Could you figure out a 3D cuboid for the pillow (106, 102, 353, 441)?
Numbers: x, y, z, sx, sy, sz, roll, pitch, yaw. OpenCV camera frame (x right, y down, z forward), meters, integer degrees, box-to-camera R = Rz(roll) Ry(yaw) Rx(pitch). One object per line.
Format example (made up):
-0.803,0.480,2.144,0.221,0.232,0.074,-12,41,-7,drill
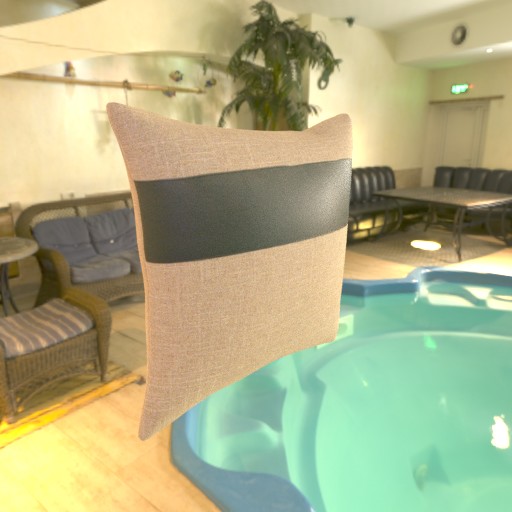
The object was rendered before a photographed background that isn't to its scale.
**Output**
0.000,0.000,0.632,0.414,0.399,0.173,-15,21,-42,pillow
